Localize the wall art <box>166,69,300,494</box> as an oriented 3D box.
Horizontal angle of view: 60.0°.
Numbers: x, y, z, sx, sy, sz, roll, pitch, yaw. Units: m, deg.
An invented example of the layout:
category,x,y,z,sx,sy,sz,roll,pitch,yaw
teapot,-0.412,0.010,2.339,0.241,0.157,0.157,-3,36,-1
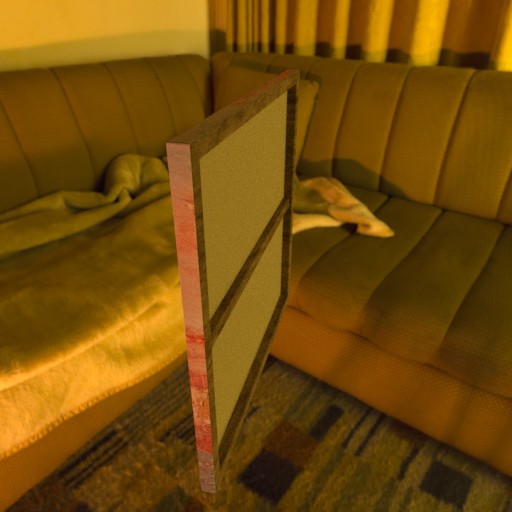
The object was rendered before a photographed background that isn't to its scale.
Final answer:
category,x,y,z,sx,sy,sz,roll,pitch,yaw
wall art,0.000,0.000,1.066,0.035,0.747,0.747,8,31,14
